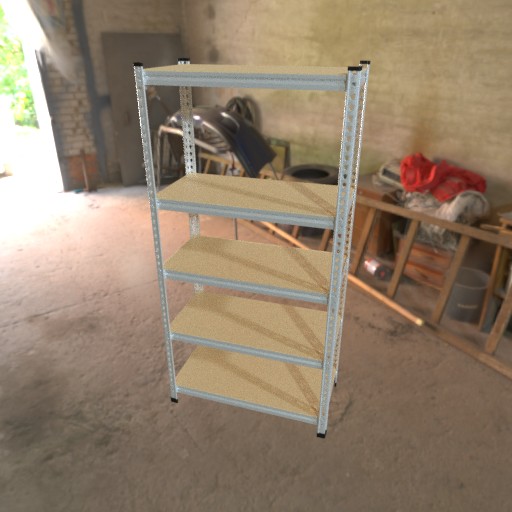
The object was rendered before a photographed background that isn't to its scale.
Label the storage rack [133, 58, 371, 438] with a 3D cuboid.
[{"bbox_3d":[0.000,0.000,2.275,0.914,1.829,0.457,8,27,15],"label":"storage rack"}]
